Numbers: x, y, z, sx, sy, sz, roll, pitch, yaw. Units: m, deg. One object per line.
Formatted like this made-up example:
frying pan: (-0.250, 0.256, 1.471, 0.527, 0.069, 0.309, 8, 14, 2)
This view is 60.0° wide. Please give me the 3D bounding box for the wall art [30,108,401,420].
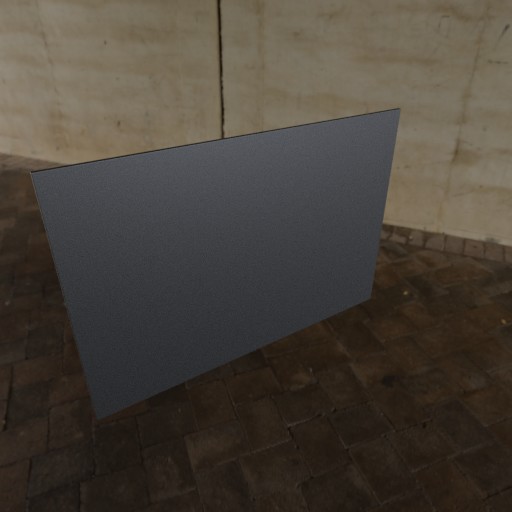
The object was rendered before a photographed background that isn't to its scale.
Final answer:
wall art: (0.000, 0.000, 1.466, 1.192, 0.811, 0.013, -18, 35, -28)
